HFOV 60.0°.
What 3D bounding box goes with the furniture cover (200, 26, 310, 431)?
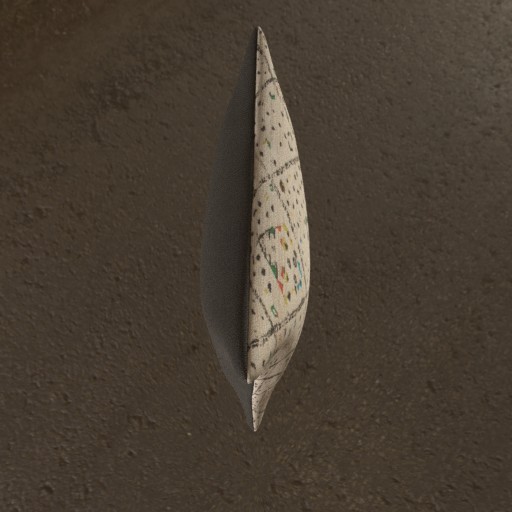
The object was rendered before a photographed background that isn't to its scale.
[{"bbox_3d":[0.000,0.000,0.766,0.180,0.498,0.525,1,64,1],"label":"furniture cover"}]
